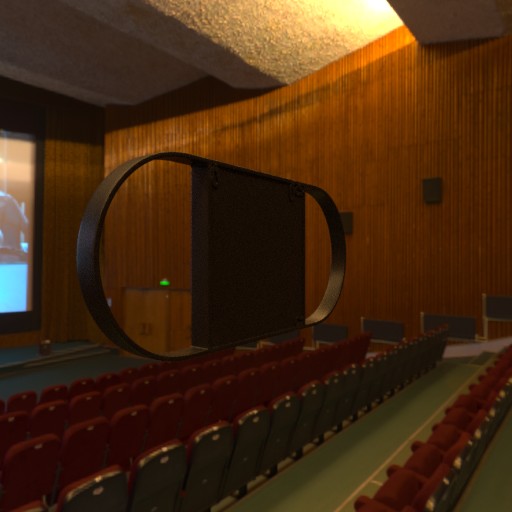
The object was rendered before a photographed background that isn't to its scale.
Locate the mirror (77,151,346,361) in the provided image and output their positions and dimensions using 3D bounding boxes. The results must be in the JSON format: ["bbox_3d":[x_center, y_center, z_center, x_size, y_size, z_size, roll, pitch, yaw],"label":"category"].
[{"bbox_3d":[0.000,0.000,0.684,0.032,0.254,0.584,0,0,36],"label":"mirror"}]
